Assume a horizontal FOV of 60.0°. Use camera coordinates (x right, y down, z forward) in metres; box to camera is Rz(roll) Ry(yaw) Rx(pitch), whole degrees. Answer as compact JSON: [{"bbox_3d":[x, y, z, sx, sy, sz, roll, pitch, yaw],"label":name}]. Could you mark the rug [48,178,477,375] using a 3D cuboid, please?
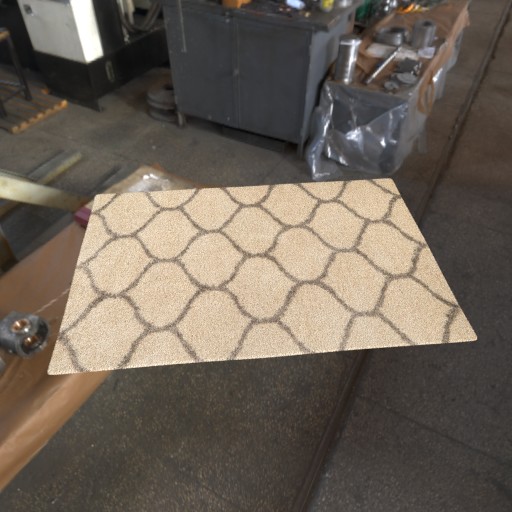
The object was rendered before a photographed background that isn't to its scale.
[{"bbox_3d":[0.000,0.000,3.398,2.701,0.026,1.801,-4,45,-4],"label":"rug"}]
